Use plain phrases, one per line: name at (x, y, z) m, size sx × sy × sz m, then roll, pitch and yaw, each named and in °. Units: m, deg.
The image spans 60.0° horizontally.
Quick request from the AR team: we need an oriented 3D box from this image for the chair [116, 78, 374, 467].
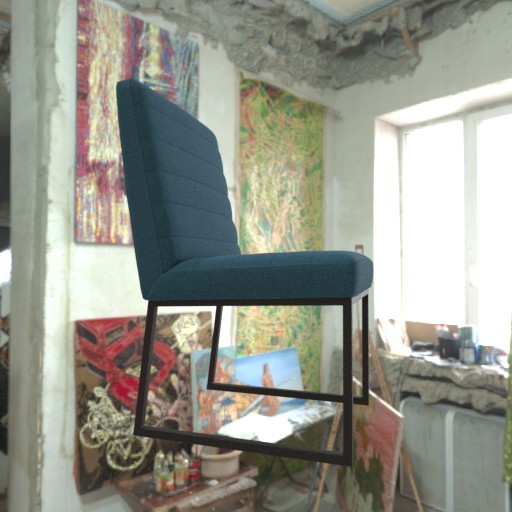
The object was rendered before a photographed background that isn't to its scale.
chair at (0.000, 0.000, 1.286) m, size 0.634 × 0.930 × 0.520 m, roll 0°, pitch -1°, yaw 19°
